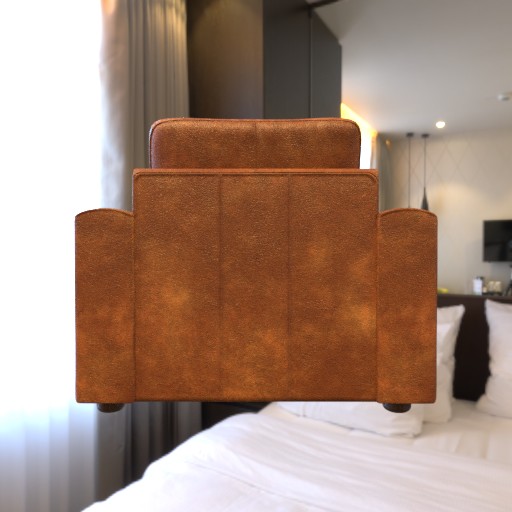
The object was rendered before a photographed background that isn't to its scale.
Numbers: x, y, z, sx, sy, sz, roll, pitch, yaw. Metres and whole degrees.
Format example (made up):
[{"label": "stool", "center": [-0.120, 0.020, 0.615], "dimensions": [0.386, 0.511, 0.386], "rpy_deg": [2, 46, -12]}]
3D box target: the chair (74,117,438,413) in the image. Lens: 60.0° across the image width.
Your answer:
[{"label": "chair", "center": [0.000, 0.000, 1.714], "dimensions": [1.005, 0.873, 1.016], "rpy_deg": [0, 1, 0]}]
